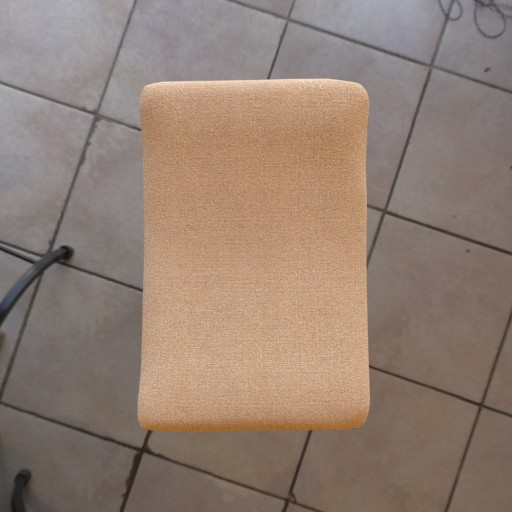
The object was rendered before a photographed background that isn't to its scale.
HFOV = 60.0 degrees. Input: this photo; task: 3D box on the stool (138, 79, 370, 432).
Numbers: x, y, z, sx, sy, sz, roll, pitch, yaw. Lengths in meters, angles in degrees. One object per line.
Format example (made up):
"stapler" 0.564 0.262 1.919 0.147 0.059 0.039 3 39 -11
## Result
"stool" 0.000 0.000 0.933 0.363 0.669 0.509 0 90 1
